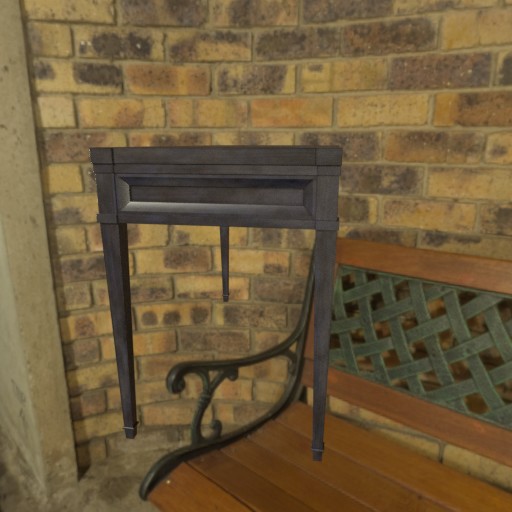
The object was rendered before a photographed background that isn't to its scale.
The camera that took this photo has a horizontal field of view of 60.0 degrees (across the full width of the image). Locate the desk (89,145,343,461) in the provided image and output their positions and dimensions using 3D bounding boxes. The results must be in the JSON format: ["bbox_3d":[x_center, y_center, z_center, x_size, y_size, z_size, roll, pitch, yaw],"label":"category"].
[{"bbox_3d":[0.000,0.000,1.787,0.630,0.861,1.289,2,14,10],"label":"desk"}]
